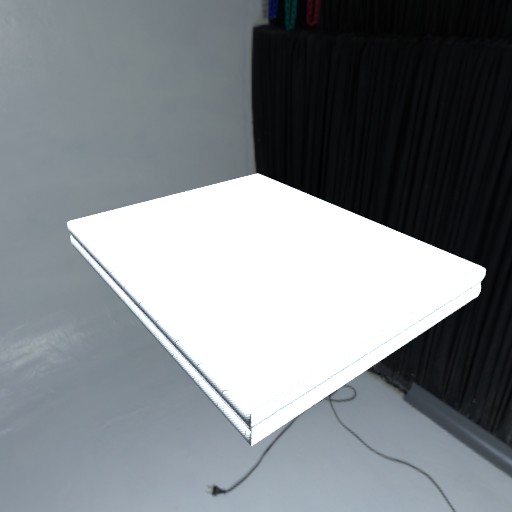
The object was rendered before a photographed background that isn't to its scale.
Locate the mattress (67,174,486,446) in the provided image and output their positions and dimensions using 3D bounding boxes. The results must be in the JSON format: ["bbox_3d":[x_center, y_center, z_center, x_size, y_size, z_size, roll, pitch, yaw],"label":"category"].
[{"bbox_3d":[0.000,0.000,2.687,1.600,0.200,2.000,-21,35,-32],"label":"mattress"}]
